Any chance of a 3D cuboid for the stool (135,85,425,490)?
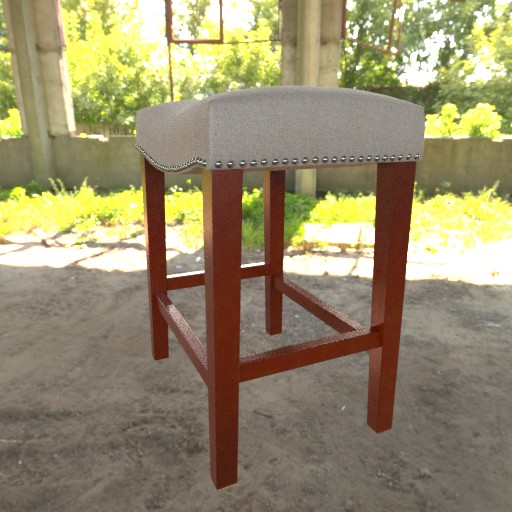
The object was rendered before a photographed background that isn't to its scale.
[{"bbox_3d":[0.000,0.000,0.922,0.375,0.632,0.509,-8,18,-24],"label":"stool"}]
